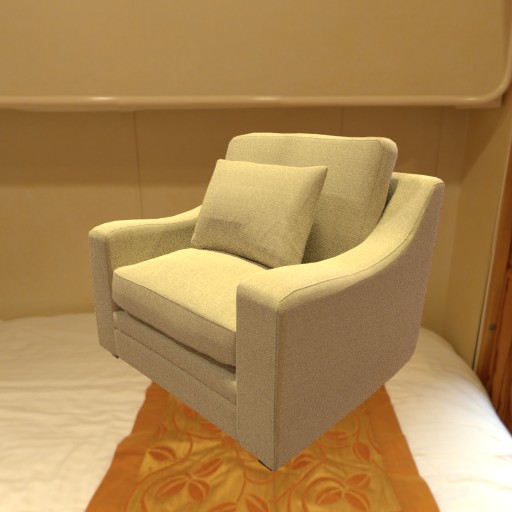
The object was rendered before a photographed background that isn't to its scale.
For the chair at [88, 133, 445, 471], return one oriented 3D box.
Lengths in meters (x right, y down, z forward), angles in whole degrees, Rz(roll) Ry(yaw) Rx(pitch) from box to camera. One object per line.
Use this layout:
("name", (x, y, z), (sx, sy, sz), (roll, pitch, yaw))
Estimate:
("chair", (0.000, 0.000, 1.931), (1.178, 1.016, 1.009), (17, 24, 42))
